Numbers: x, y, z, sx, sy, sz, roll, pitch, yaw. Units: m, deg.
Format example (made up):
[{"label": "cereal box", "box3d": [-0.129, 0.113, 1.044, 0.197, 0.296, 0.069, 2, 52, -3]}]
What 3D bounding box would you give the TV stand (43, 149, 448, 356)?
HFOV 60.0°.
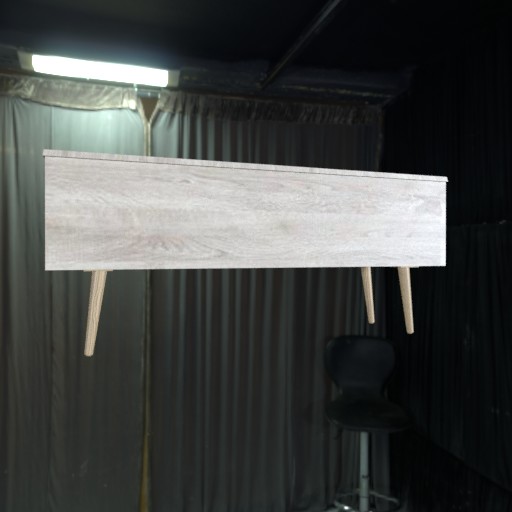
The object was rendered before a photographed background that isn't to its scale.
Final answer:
[{"label": "TV stand", "box3d": [0.000, 0.000, 1.558, 1.313, 0.565, 0.401, 0, 0, -19]}]
